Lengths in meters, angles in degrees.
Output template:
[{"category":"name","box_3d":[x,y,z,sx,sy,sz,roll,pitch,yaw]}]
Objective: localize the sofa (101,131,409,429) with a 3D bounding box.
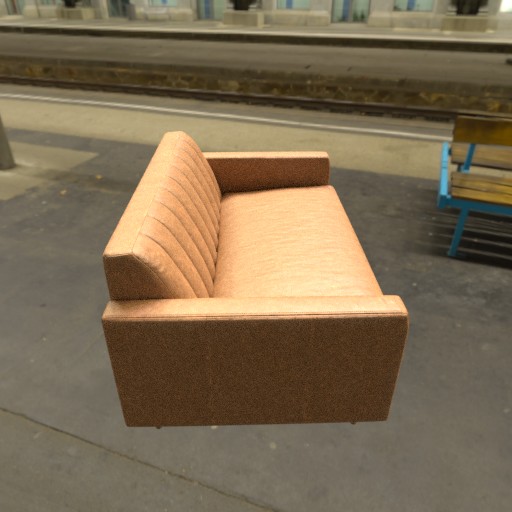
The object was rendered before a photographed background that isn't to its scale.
[{"category":"sofa","box_3d":[0.000,0.000,2.074,0.960,0.820,1.549,-1,31,-1]}]
